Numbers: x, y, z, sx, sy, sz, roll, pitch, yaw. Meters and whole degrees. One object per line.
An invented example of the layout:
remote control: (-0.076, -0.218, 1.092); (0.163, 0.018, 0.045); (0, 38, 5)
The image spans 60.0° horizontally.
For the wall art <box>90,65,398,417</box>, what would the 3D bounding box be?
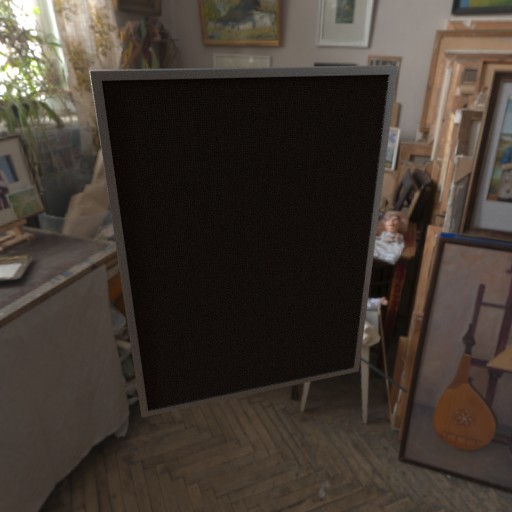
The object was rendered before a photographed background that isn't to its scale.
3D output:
wall art: (0.000, 0.000, 1.356); (0.801, 1.062, 0.037); (-7, 27, -15)
